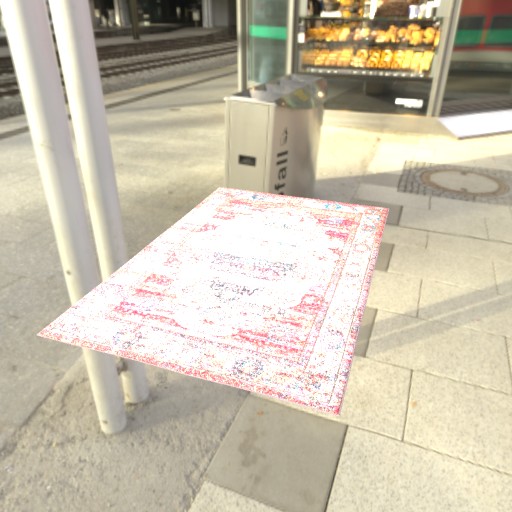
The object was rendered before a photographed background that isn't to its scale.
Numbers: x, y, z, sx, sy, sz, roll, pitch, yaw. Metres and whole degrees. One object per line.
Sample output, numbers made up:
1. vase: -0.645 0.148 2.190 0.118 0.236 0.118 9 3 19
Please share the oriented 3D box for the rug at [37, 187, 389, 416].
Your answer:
1. rug: 0.000 0.000 2.352 1.219 0.006 1.829 10 30 17
